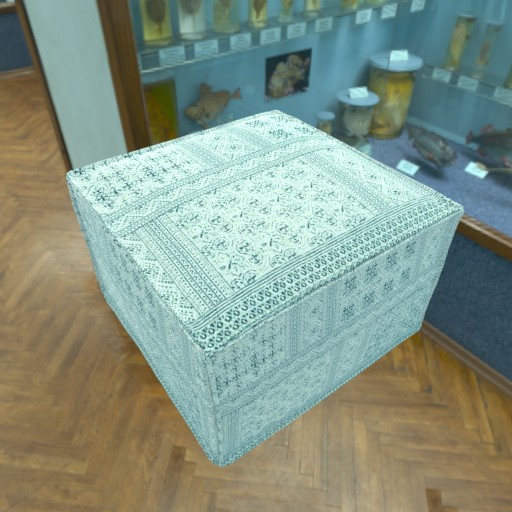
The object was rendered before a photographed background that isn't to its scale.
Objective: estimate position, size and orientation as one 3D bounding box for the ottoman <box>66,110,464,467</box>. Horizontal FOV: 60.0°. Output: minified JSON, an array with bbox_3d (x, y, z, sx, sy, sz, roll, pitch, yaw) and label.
[{"bbox_3d":[0.000,0.000,1.057,0.626,0.439,0.617,-26,47,-26],"label":"ottoman"}]
